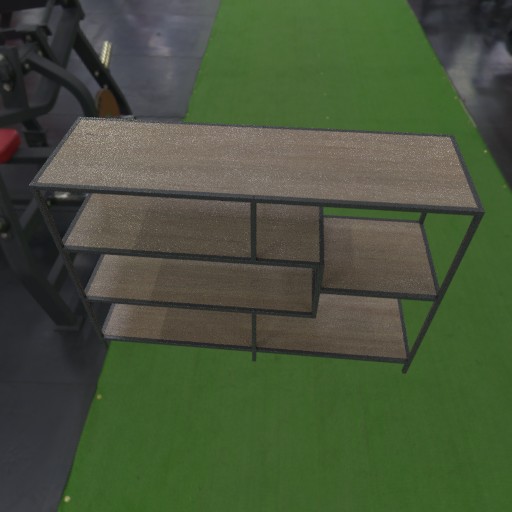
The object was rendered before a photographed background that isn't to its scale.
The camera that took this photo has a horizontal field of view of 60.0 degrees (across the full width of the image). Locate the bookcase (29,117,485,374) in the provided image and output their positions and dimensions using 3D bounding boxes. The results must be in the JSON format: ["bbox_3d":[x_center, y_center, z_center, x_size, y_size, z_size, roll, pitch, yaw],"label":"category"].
[{"bbox_3d":[0.000,0.000,1.502,1.140,0.780,0.350,4,46,4],"label":"bookcase"}]
